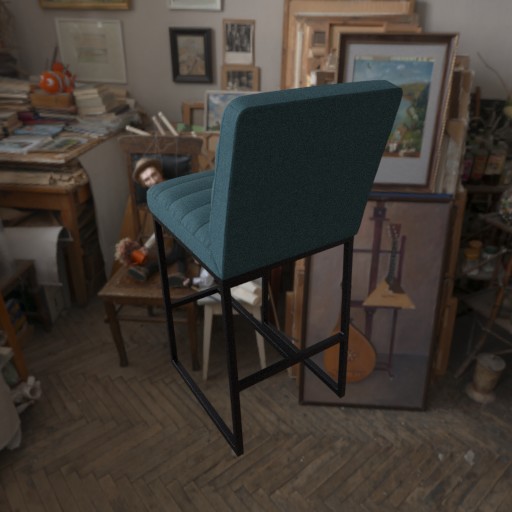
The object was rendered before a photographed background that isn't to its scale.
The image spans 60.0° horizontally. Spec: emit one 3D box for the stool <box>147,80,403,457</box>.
[{"bbox_3d":[0.000,0.000,1.353,0.460,1.040,0.560,-18,34,-29],"label":"stool"}]
